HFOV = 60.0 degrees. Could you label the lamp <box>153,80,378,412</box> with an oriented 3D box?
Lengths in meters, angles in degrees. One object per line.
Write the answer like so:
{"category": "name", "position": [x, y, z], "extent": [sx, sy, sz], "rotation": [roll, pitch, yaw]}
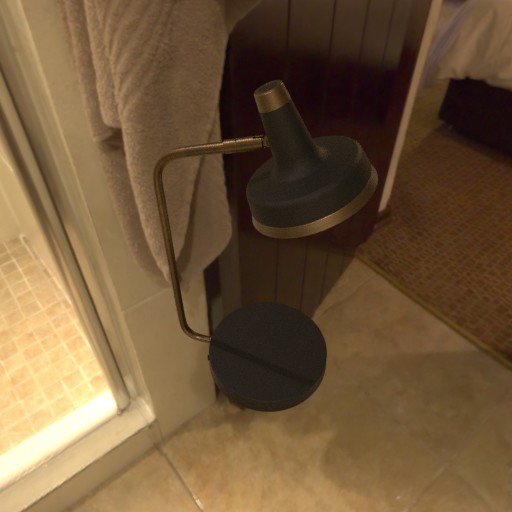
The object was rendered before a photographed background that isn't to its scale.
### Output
{"category": "lamp", "position": [0.000, 0.000, 0.484], "extent": [0.218, 0.385, 0.162], "rotation": [10, 45, 10]}
